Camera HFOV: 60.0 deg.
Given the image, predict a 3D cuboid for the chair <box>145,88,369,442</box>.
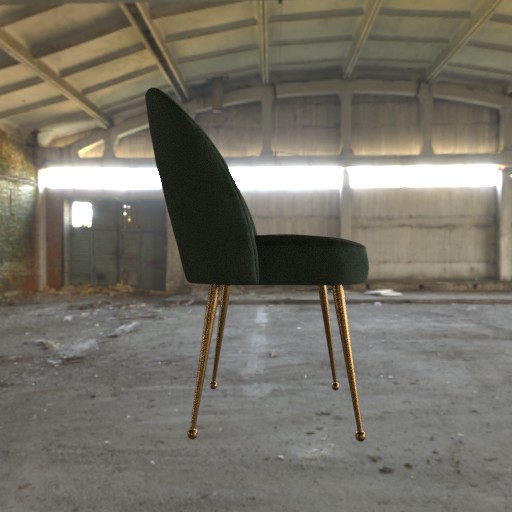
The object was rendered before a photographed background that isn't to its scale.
[{"bbox_3d":[0.000,0.000,1.235,0.577,0.860,0.527,0,0,2],"label":"chair"}]
